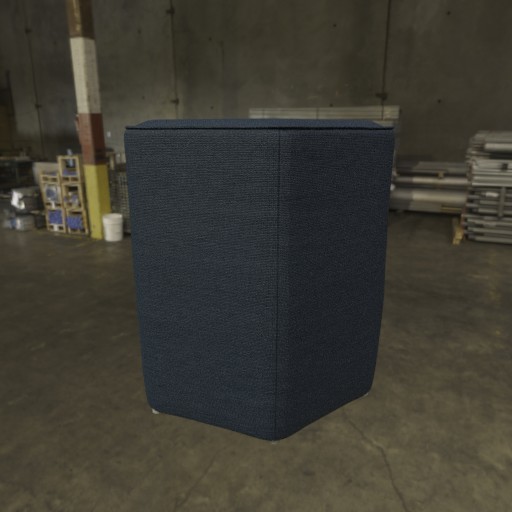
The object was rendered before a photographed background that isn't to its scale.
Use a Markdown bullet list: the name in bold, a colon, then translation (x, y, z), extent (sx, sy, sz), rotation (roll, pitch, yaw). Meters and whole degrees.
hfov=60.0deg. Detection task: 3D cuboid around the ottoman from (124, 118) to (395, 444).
- **ottoman**: translation (0.000, 0.000, 0.867), extent (0.492, 0.505, 0.454), rotation (8, 17, 25)
